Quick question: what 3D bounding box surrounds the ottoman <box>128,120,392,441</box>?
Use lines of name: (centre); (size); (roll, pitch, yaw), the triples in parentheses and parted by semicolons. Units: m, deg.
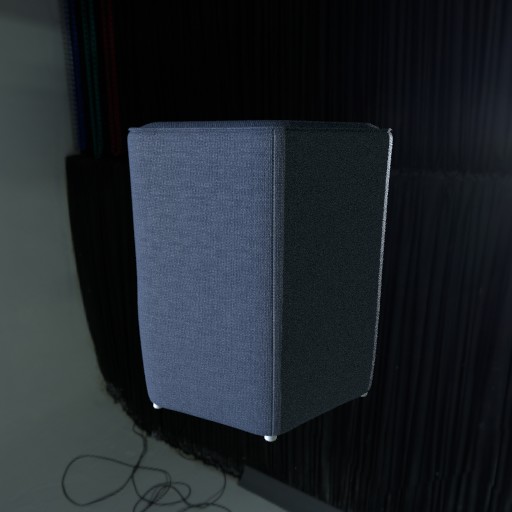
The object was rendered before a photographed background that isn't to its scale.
ottoman: (0.000, 0.000, 0.886); (0.492, 0.505, 0.454); (8, 17, 27)
